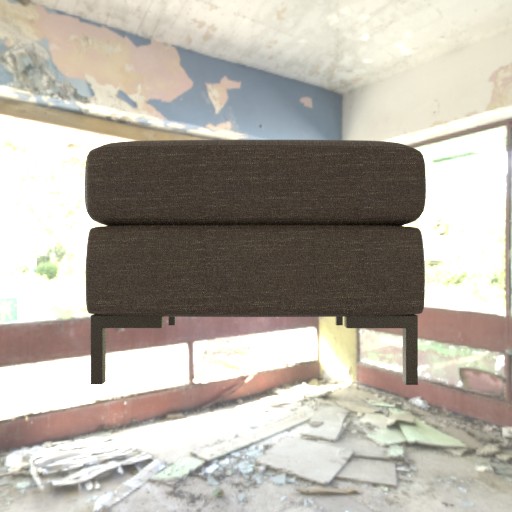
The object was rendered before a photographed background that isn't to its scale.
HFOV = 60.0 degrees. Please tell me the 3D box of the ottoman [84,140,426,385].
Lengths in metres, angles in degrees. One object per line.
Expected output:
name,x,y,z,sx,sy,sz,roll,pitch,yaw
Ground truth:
ottoman,0.000,0.000,1.221,0.671,0.490,0.820,0,0,0
